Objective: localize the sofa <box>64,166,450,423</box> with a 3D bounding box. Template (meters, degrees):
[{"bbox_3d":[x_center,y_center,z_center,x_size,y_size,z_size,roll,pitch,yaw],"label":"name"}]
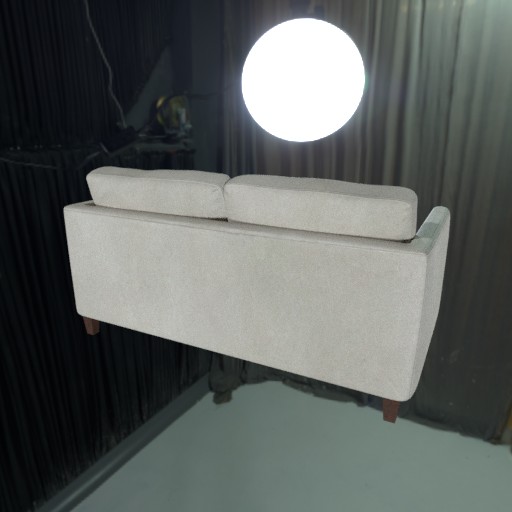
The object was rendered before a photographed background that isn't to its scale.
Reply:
[{"bbox_3d":[0.000,0.000,2.398,1.846,0.940,0.950,9,19,26],"label":"sofa"}]
